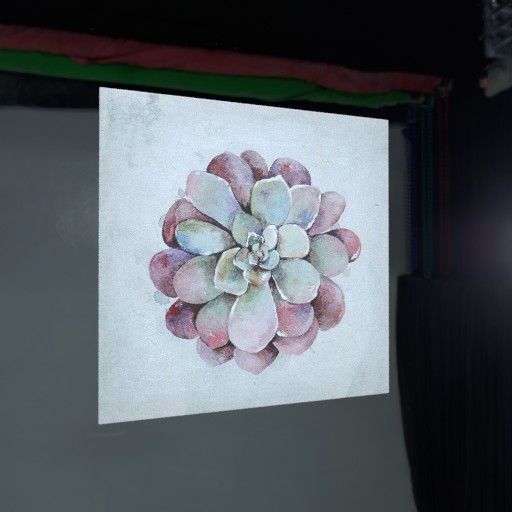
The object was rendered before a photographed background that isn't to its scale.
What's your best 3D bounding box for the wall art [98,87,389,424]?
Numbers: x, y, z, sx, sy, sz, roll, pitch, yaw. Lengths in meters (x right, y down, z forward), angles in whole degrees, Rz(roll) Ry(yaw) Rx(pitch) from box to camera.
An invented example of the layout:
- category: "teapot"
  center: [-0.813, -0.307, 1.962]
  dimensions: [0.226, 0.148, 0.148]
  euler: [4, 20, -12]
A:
- category: "wall art"
  center: [0.000, 0.000, 0.908]
  dimensions: [0.605, 0.605, 0.044]
  euler: [0, -1, -18]
